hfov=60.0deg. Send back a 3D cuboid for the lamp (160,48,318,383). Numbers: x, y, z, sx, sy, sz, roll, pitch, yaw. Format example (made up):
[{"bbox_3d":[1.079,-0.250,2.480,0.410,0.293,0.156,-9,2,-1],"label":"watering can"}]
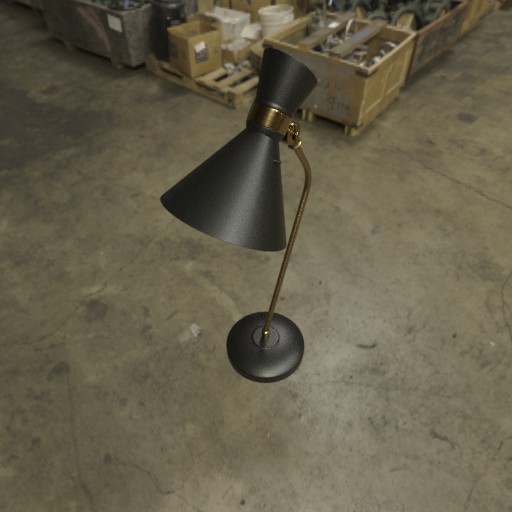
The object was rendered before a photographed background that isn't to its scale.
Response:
[{"bbox_3d":[0.000,0.000,0.754,0.189,0.647,0.292,31,53,27],"label":"lamp"}]
